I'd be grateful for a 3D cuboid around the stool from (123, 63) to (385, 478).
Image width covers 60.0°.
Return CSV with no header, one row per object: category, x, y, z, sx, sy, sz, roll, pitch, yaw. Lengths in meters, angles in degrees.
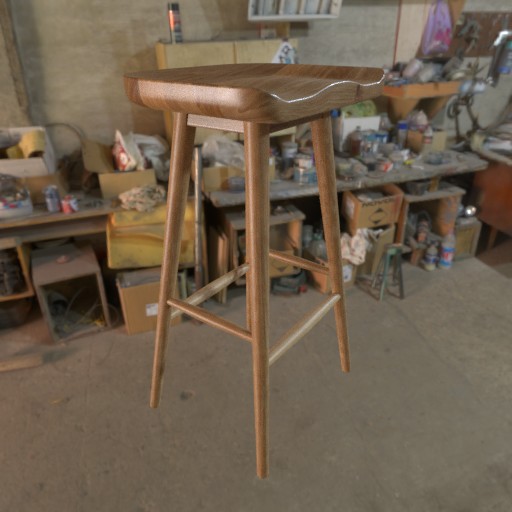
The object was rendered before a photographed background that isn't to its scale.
stool,0.000,0.000,0.904,0.322,0.698,0.407,18,32,32
